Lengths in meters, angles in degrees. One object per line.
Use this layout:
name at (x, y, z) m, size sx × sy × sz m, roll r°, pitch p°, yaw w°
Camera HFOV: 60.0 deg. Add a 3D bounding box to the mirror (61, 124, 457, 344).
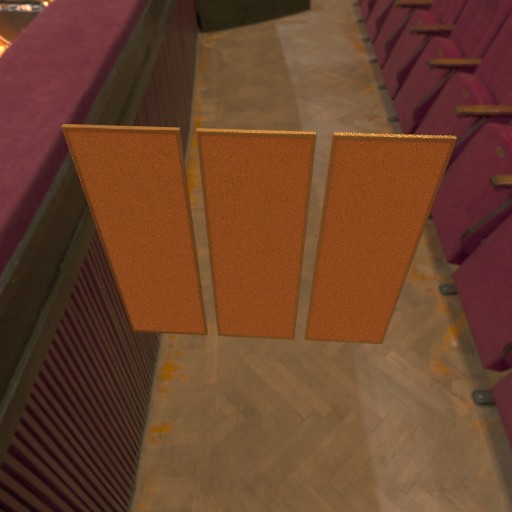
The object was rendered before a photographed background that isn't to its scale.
mirror at (0.000, 0.000, 1.470) m, size 1.011 × 0.926 × 0.023 m, roll 2°, pitch 46°, yaw 2°
